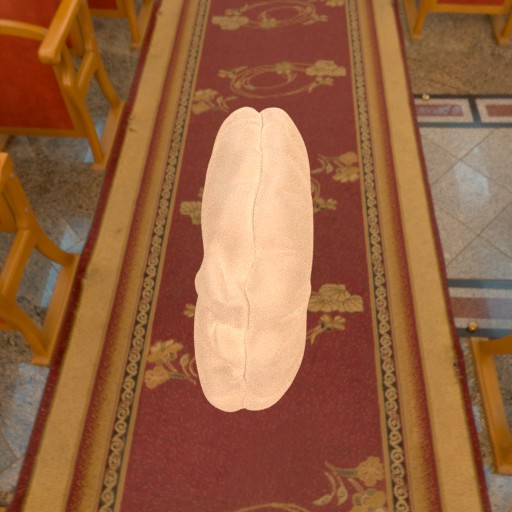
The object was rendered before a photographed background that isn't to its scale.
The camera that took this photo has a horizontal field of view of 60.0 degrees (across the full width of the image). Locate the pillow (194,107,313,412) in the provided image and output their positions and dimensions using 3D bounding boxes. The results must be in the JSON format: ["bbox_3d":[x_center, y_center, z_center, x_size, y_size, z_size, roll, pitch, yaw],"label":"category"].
[{"bbox_3d":[0.000,0.000,0.644,0.148,0.407,0.428,3,58,2],"label":"pillow"}]
